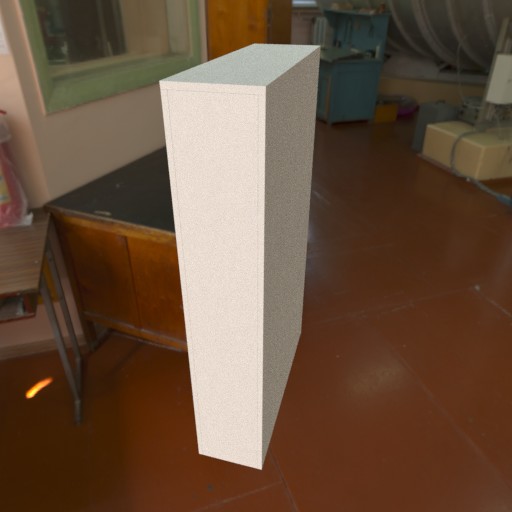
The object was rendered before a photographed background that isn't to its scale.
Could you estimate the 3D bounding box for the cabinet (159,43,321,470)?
[{"bbox_3d":[0.000,0.000,1.564,0.250,1.280,0.750,8,32,13],"label":"cabinet"}]
